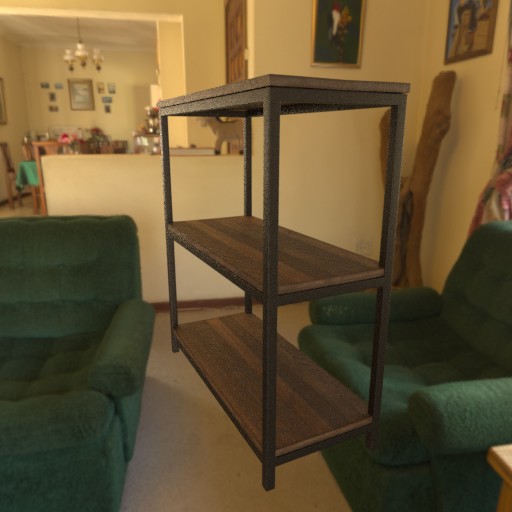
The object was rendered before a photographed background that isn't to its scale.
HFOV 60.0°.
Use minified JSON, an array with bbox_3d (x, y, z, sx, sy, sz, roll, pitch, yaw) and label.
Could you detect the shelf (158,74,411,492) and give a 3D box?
[{"bbox_3d":[0.000,0.000,1.380,0.352,0.947,0.822,-7,17,-25],"label":"shelf"}]
